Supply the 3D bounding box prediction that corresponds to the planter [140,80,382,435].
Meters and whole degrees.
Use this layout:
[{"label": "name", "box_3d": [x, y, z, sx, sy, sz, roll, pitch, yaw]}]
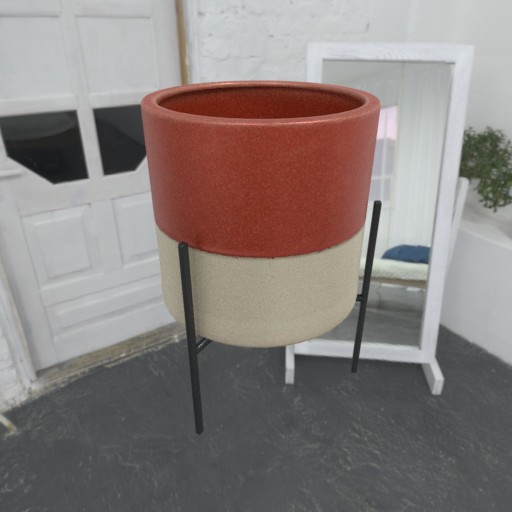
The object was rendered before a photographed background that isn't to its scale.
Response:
[{"label": "planter", "box_3d": [0.000, 0.000, 0.518, 0.235, 0.354, 0.251, 18, 34, 29]}]
